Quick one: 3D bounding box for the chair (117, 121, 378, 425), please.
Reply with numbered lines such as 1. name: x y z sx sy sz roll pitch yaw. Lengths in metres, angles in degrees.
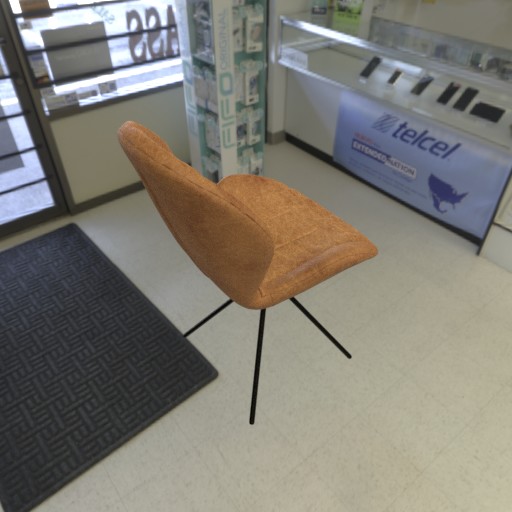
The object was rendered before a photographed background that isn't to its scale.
1. chair: 0.000 0.000 1.321 0.640 0.929 0.527 -25 46 -27
